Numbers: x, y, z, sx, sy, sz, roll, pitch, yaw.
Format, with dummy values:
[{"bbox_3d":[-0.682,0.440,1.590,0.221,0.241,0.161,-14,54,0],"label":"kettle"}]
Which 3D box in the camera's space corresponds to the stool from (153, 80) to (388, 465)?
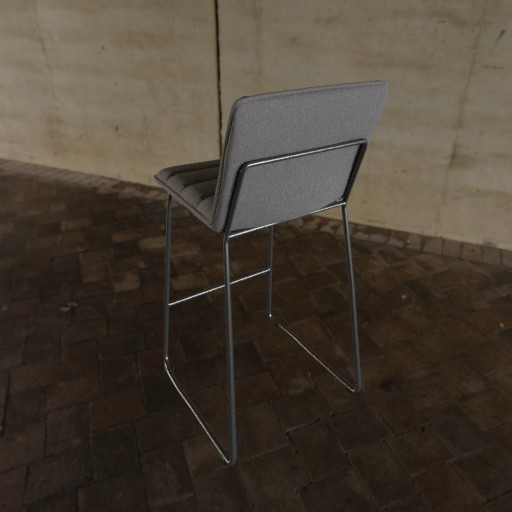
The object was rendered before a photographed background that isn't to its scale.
[{"bbox_3d":[0.000,0.000,1.247,0.490,0.960,0.490,-18,34,-28],"label":"stool"}]
